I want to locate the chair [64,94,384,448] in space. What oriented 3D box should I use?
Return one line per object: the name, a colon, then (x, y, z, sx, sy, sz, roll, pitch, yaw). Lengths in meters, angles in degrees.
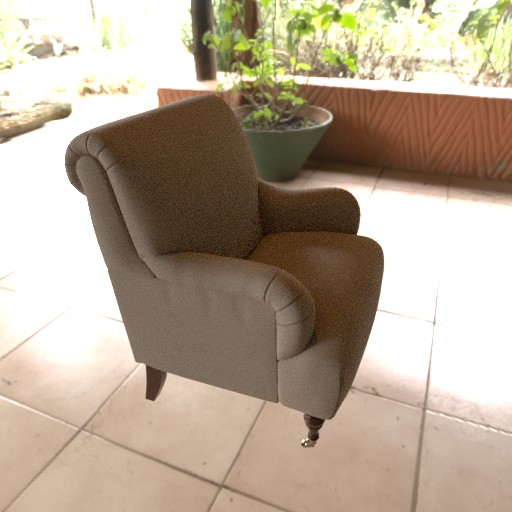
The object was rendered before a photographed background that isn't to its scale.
chair: (0.000, 0.000, 1.517, 0.842, 0.942, 0.766, 11, 30, 19)
